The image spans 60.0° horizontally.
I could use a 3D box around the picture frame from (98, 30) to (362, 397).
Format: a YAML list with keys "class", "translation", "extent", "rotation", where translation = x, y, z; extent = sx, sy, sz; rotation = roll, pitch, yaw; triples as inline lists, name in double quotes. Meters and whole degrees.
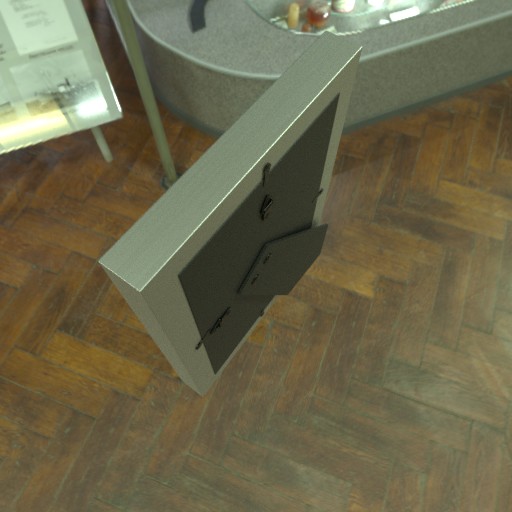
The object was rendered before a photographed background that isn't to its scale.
- class: "picture frame"
  translation: [0.000, 0.000, 0.278]
  extent: [0.028, 0.208, 0.157]
  rotation: [33, 67, 16]
